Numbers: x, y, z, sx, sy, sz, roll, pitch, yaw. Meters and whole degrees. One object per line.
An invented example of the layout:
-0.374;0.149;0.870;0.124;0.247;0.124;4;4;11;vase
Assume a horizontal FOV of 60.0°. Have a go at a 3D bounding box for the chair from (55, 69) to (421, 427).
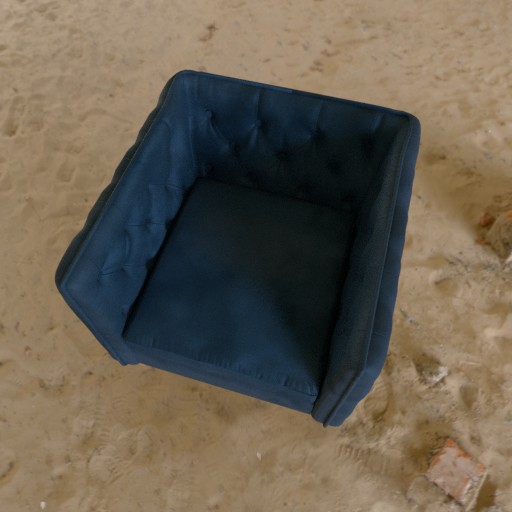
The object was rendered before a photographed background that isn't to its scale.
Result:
0.000;0.000;1.542;0.868;0.771;0.877;14;60;9;chair
